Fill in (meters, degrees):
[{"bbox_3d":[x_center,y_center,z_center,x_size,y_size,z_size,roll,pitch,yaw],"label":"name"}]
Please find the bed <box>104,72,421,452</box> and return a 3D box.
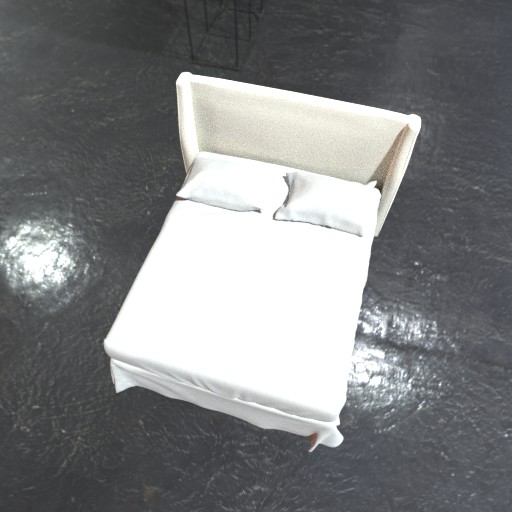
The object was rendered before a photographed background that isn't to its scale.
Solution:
[{"bbox_3d":[0.000,0.000,3.397,1.925,1.332,2.276,14,59,8],"label":"bed"}]
